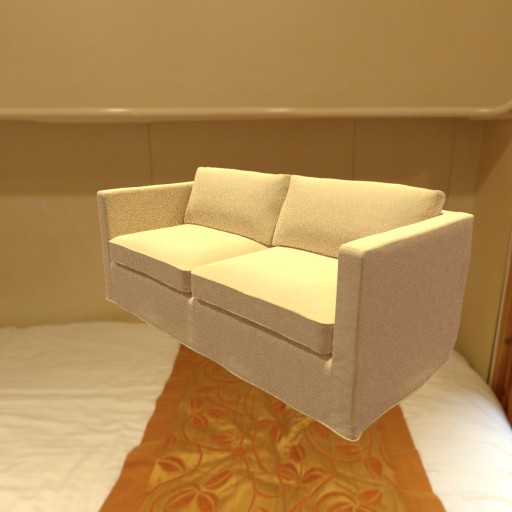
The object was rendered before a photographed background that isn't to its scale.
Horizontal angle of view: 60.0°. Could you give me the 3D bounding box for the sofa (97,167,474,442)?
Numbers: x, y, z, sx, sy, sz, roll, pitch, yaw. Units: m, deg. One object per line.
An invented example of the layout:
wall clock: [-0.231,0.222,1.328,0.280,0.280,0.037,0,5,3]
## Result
sofa: [0.000,0.000,2.481,0.940,0.870,1.987,-15,22,-42]
